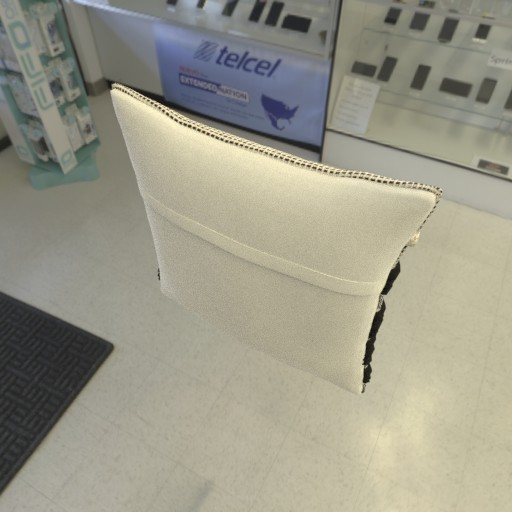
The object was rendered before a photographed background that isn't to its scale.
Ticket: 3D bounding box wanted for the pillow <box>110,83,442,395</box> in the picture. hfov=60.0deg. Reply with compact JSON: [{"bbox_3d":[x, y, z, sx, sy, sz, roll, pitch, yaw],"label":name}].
[{"bbox_3d":[0.000,0.000,0.667,0.436,0.438,0.156,24,52,20],"label":"pillow"}]
